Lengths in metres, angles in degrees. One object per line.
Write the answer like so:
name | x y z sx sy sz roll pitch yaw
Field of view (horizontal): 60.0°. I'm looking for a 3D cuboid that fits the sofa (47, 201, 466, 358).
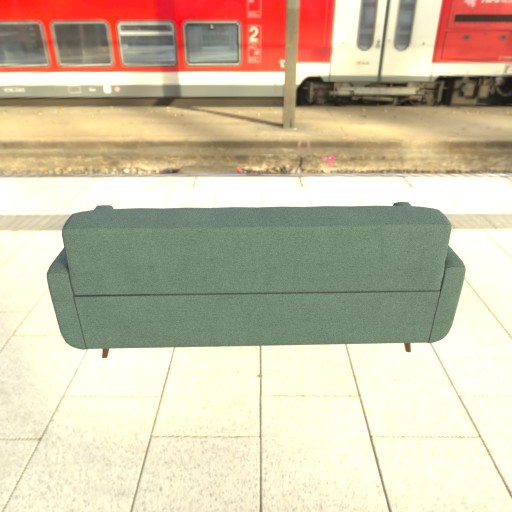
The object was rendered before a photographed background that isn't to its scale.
sofa | 0.000 0.000 2.587 2.029 0.841 0.909 -1 29 -1
